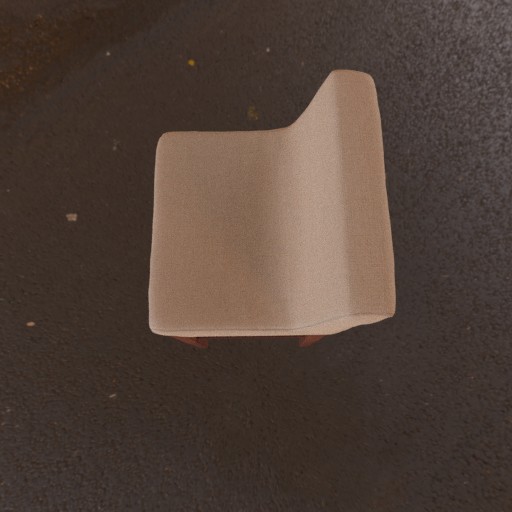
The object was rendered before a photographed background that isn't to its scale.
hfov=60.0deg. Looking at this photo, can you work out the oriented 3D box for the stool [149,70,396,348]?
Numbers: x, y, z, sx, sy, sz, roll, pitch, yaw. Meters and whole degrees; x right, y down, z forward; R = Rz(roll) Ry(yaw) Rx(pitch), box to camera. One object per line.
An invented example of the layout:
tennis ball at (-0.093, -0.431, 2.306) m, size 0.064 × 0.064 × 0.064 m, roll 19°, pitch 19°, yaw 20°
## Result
stool at (0.000, 0.000, 1.317) m, size 0.500 × 1.037 × 0.511 m, roll -1°, pitch 75°, yaw 0°
